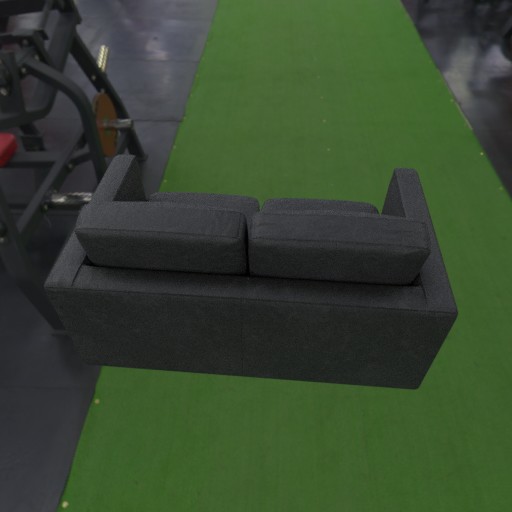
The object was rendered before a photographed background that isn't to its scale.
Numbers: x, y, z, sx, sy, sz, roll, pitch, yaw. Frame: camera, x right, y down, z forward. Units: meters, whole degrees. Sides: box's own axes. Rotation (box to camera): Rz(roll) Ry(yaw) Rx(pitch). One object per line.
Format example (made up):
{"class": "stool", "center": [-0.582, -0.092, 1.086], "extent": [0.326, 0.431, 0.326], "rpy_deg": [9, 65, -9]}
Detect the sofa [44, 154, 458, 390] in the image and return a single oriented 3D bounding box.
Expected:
{"class": "sofa", "center": [0.000, 0.000, 1.982], "extent": [1.430, 0.899, 0.879], "rpy_deg": [3, 46, 3]}
